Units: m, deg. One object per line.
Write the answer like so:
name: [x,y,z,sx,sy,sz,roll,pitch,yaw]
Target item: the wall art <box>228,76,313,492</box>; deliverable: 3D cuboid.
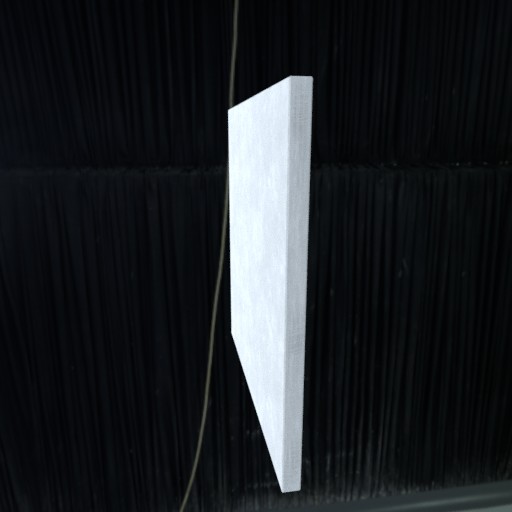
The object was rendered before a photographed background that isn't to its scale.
wall art: [0.000,0.000,0.452,0.015,0.303,0.303,-3,15,-10]
